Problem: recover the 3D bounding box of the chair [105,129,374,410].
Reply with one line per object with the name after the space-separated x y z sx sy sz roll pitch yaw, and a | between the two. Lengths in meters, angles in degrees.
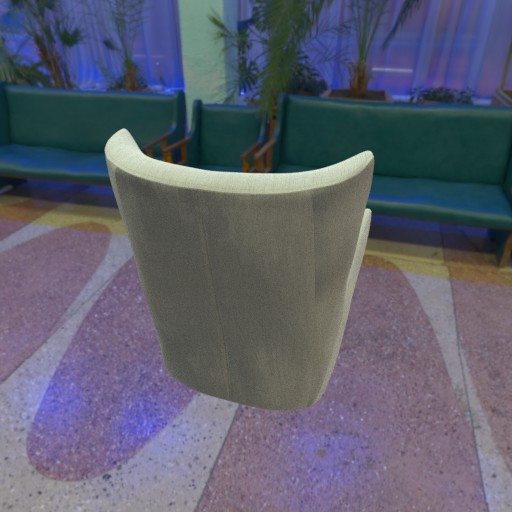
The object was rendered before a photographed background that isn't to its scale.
0.000 0.000 1.679 0.779 1.000 0.904 9 33 15 | chair
